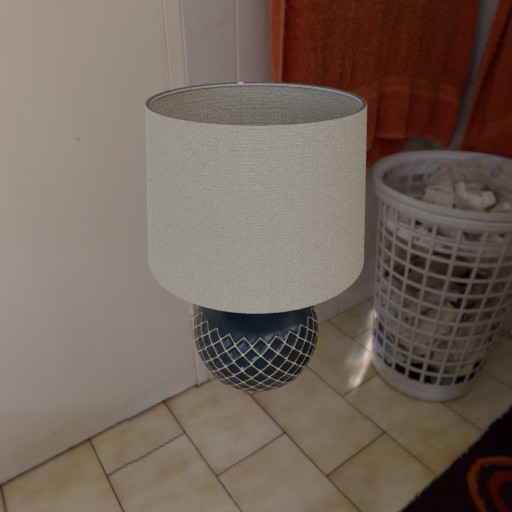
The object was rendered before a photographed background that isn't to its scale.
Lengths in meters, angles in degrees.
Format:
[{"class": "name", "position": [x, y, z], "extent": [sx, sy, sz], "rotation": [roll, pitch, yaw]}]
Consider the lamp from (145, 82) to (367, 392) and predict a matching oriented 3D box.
[{"class": "lamp", "position": [0.000, 0.000, 0.796], "extent": [0.376, 0.540, 0.376], "rotation": [0, 30, 0]}]
